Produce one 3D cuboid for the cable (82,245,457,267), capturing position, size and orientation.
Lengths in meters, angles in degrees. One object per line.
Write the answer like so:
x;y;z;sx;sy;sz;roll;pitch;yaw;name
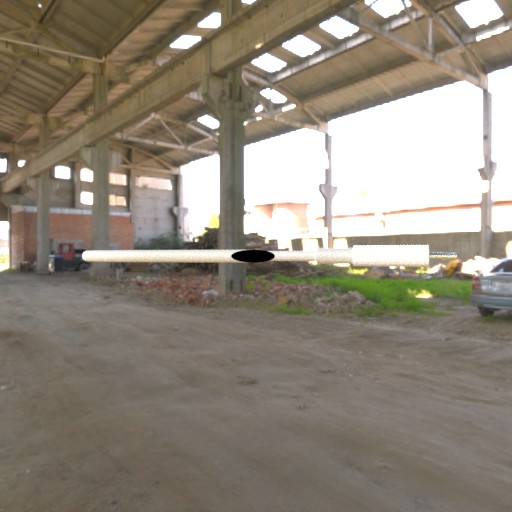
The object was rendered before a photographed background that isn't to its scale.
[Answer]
0.000;0.000;0.115;0.098;0.006;0.040;0;0;18;cable
